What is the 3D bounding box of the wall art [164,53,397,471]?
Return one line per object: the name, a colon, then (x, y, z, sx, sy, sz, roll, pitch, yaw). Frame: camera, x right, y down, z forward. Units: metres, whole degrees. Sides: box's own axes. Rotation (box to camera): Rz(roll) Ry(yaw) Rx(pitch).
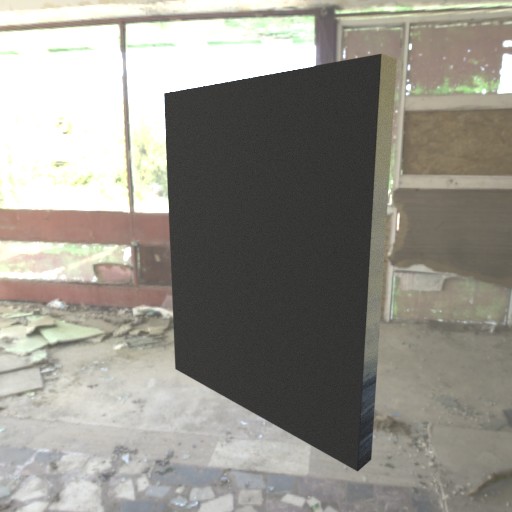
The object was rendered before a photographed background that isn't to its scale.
wall art: (0.000, 0.000, 0.810, 0.489, 0.608, 0.040, 12, 17, 44)
